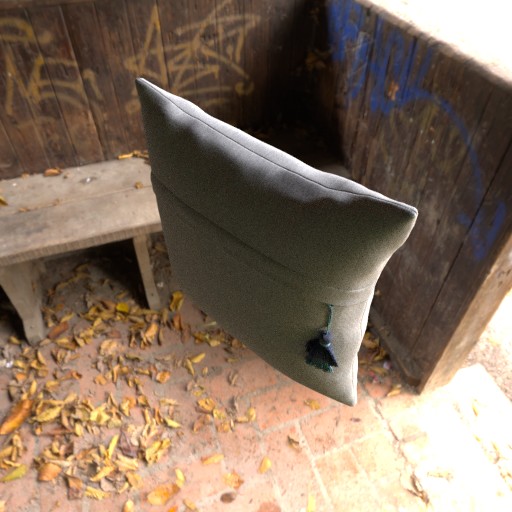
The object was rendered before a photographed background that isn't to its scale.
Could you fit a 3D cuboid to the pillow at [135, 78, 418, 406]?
[{"bbox_3d":[0.000,0.000,0.682,0.433,0.436,0.173,33,55,28],"label":"pillow"}]
